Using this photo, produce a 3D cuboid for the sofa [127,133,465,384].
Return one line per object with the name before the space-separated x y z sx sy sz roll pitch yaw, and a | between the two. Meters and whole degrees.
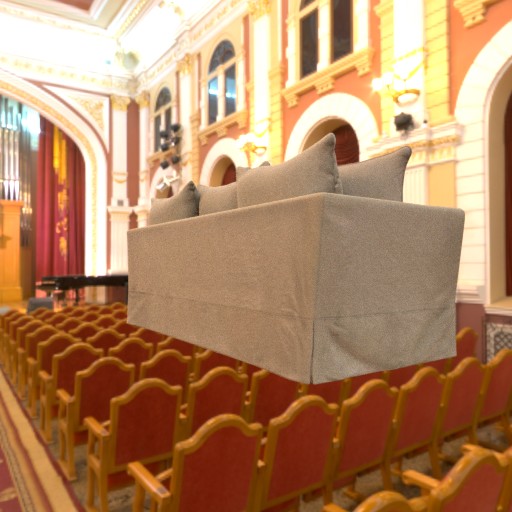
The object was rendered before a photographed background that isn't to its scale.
sofa | 0.000 0.000 2.872 1.031 1.034 2.290 1 -1 -34
